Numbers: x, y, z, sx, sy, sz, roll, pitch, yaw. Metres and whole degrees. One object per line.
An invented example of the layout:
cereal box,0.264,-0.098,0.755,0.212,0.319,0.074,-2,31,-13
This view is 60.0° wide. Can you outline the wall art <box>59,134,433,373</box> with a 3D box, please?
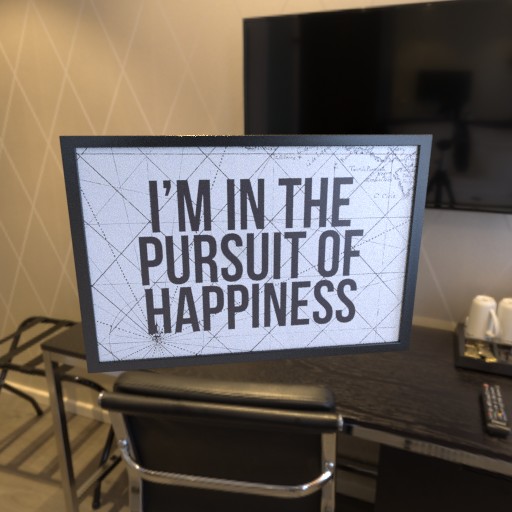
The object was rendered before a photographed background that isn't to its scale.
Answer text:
wall art,0.000,0.000,1.049,0.819,0.552,0.015,-2,17,-8
